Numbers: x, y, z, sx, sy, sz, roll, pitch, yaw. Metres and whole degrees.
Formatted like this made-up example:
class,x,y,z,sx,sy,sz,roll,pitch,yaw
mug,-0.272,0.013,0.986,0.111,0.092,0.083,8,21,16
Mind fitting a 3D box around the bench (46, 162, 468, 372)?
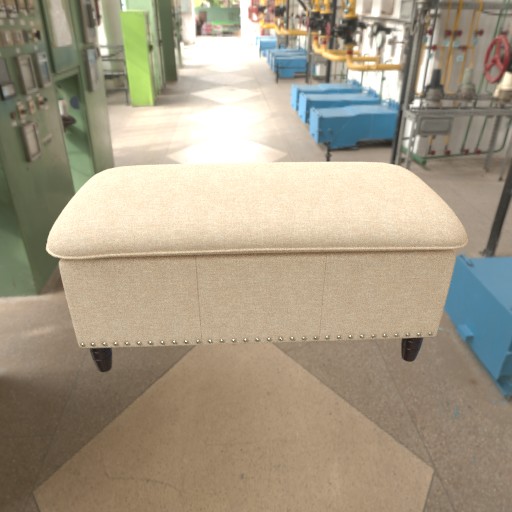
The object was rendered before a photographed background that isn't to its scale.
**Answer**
class,x,y,z,sx,sy,sz,roll,pitch,yaw
bench,0.000,0.000,1.267,0.991,0.483,0.483,-1,29,-2
